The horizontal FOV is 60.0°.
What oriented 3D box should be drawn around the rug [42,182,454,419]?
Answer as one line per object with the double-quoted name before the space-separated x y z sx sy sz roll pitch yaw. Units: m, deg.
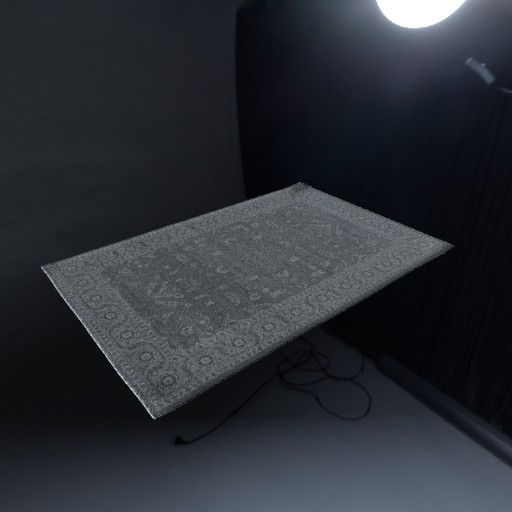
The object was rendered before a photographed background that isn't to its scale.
"rug" 0.000 0.000 2.329 1.828 0.019 1.209 -22 37 -33
